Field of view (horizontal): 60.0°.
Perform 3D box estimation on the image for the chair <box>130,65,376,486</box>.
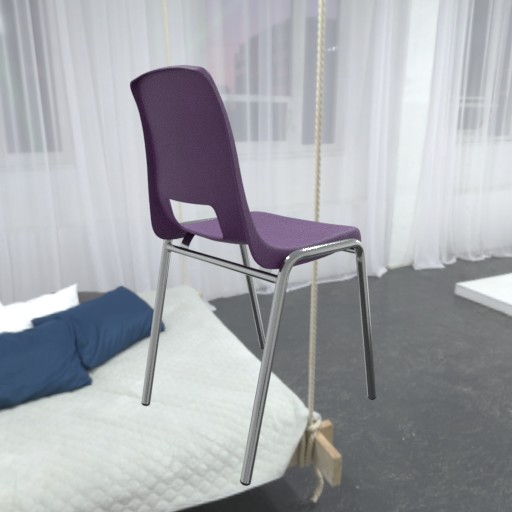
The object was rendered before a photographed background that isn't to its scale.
[{"bbox_3d":[0.000,0.000,0.941,0.432,0.704,0.381,-14,20,-42],"label":"chair"}]
